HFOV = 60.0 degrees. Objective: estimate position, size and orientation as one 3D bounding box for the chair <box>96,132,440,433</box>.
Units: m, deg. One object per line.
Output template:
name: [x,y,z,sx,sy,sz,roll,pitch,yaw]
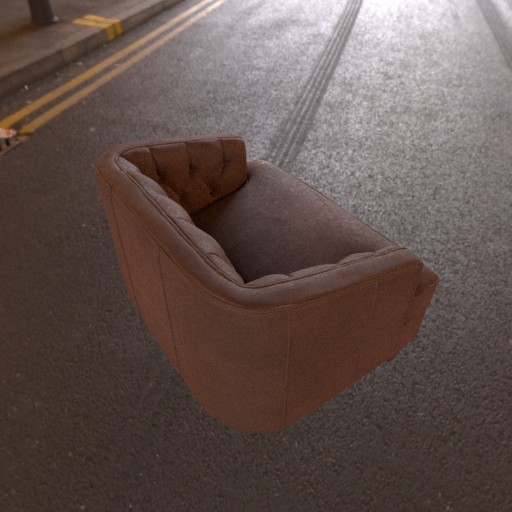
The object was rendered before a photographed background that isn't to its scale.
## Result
chair: [0.000,0.000,1.749,0.914,0.787,1.118,-25,47,-26]
